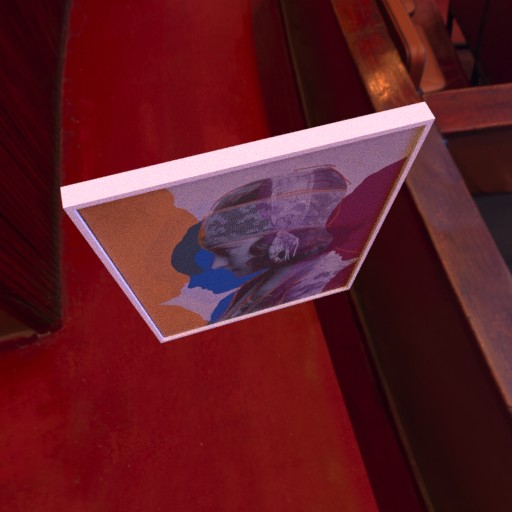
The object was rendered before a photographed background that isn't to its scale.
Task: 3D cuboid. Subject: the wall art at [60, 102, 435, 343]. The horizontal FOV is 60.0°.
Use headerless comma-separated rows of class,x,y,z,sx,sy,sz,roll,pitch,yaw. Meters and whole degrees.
wall art,0.000,0.000,0.758,0.443,0.549,0.030,-15,65,-7
